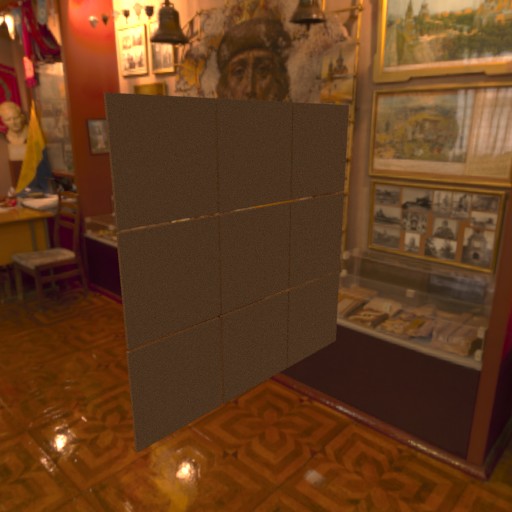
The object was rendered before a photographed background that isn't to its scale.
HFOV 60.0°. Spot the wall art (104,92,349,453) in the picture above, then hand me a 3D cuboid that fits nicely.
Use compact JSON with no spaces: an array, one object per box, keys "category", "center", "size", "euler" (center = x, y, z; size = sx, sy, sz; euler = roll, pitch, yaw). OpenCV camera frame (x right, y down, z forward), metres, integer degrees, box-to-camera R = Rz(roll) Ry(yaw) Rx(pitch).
[{"category":"wall art","center":[0.000,0.000,1.833],"size":[0.013,1.216,1.216],"euler":[16,23,43]}]
